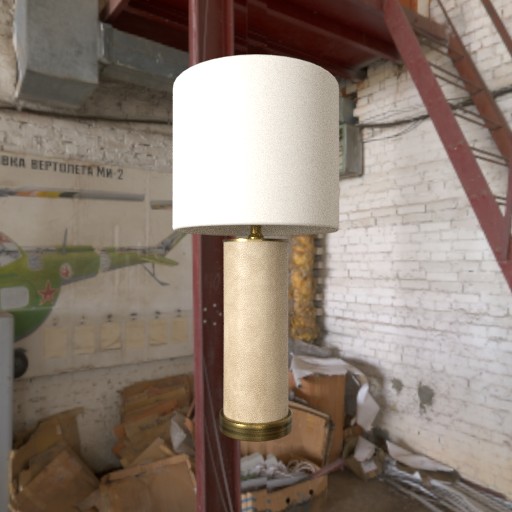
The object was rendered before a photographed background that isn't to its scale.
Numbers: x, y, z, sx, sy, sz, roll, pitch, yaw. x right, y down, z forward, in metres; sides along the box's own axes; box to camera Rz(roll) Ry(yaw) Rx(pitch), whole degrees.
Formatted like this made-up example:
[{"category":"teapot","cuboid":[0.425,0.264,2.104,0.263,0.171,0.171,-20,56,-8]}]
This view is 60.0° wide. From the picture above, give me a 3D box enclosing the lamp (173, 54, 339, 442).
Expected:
[{"category":"lamp","cuboid":[0.000,0.000,0.826,0.305,0.634,0.305,0,-1,0]}]
